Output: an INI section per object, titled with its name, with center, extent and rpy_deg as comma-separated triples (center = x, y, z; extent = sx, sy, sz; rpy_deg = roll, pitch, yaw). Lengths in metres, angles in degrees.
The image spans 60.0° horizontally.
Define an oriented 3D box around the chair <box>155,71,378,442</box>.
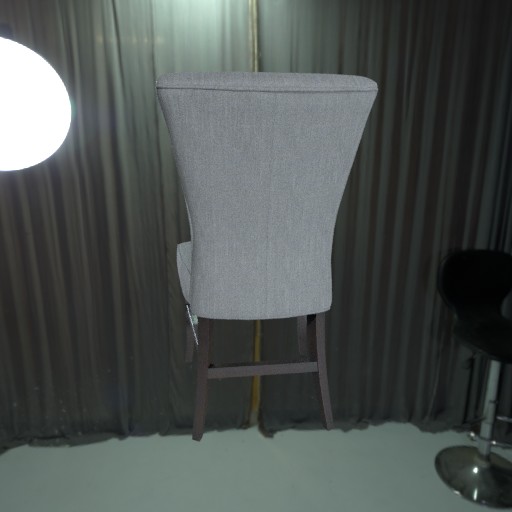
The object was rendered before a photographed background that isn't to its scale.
[chair]
center = 0.000, 0.000, 1.380
extent = 0.520, 0.991, 0.660
rpy_deg = -2, 14, -7
